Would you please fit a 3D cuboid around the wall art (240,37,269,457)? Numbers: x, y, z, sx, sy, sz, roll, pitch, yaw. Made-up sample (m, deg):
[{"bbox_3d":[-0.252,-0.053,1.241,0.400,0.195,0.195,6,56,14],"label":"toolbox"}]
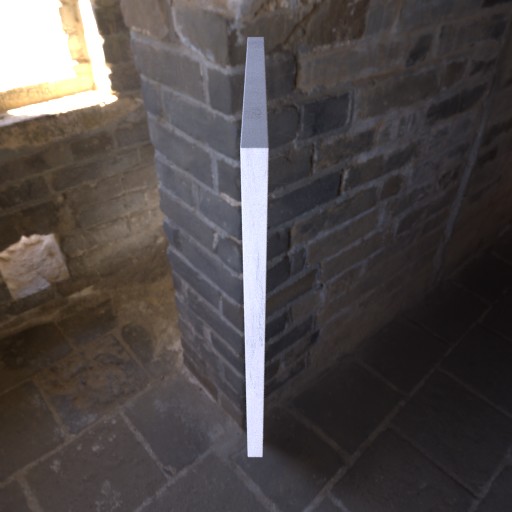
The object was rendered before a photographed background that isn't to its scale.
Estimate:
[{"bbox_3d":[0.000,0.000,1.165,0.043,0.914,0.624,0,40,0],"label":"wall art"}]
